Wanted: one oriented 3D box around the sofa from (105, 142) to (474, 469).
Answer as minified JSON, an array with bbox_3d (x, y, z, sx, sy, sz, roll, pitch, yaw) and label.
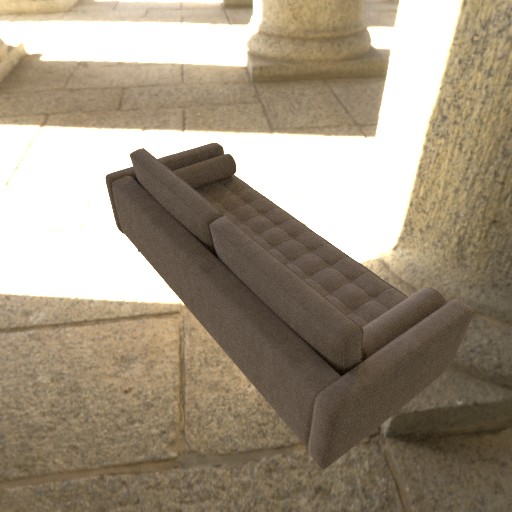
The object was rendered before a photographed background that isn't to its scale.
[{"bbox_3d":[0.000,0.000,2.596,0.919,0.770,2.200,-25,46,-27],"label":"sofa"}]
